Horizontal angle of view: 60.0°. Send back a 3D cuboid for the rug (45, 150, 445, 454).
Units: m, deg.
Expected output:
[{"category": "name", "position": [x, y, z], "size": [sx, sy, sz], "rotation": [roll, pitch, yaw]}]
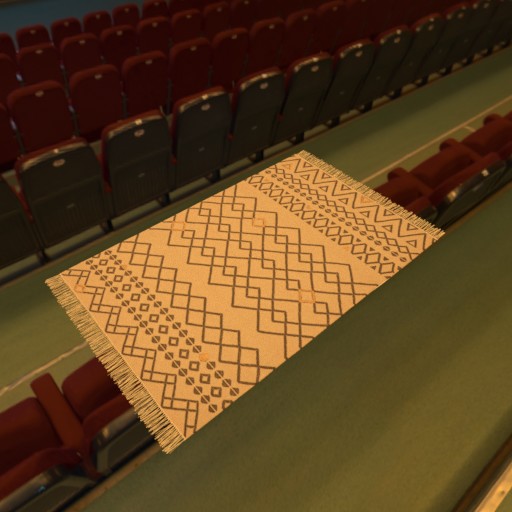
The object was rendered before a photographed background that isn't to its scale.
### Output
[{"category": "rug", "position": [0.000, 0.000, 2.557], "size": [2.023, 0.028, 1.224], "rotation": [-32, 53, -27]}]
